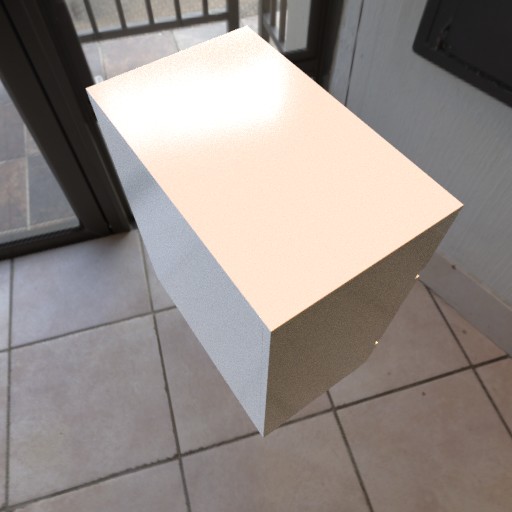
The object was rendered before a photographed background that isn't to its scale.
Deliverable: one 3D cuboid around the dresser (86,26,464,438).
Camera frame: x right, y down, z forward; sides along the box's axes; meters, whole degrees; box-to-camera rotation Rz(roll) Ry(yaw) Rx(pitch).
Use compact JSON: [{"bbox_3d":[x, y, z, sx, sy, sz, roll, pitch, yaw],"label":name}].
[{"bbox_3d":[0.000,0.000,1.163,0.400,0.800,0.650,-30,62,-18],"label":"dresser"}]
